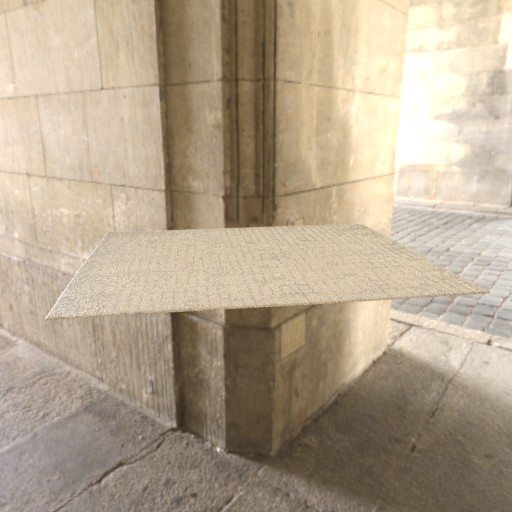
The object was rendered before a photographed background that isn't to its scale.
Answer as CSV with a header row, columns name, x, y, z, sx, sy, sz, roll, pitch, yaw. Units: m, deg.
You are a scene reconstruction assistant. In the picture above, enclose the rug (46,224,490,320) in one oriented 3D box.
name,x,y,z,sx,sy,sz,roll,pitch,yaw
rug,0.000,0.000,4.125,3.061,0.014,2.447,-2,16,-9
